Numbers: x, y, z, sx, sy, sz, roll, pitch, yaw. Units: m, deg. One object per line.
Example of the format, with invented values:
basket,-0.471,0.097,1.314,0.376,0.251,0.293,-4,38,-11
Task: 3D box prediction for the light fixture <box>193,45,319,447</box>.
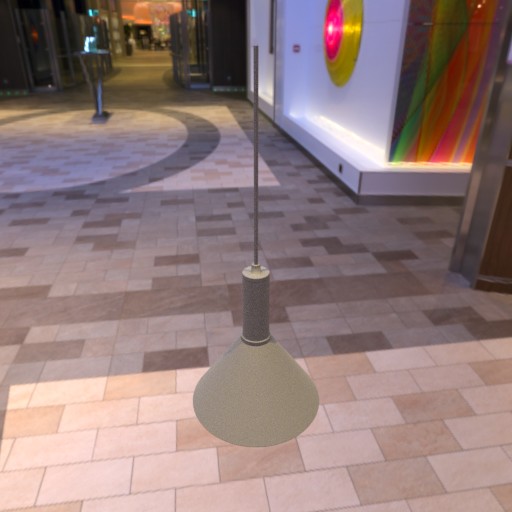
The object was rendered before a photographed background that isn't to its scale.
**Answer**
light fixture,0.000,0.000,0.796,0.267,0.683,0.267,17,31,31
